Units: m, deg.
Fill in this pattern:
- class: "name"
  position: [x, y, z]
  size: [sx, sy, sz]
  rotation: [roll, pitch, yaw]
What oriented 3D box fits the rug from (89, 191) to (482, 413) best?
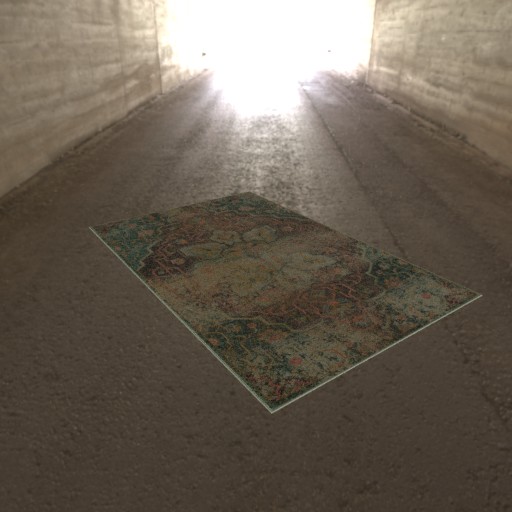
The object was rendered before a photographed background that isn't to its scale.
- class: "rug"
  position: [0.000, 0.000, 2.996]
  size: [1.566, 0.004, 2.363]
  rotation: [-17, 31, -31]
